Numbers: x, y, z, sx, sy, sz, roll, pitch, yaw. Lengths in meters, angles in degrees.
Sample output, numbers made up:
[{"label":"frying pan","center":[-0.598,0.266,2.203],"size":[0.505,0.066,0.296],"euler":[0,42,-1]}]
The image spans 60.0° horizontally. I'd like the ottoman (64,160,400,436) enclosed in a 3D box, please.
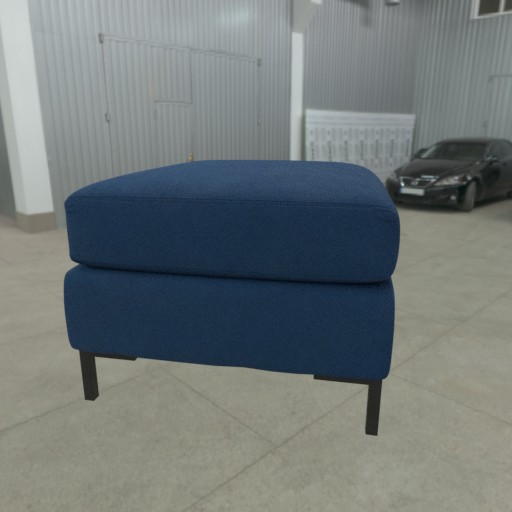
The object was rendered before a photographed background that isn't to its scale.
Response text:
[{"label":"ottoman","center":[0.000,0.000,1.183],"size":[0.655,0.485,0.794],"euler":[3,16,11]}]
